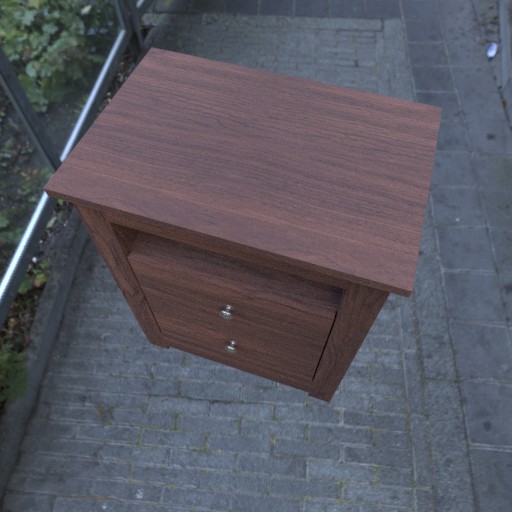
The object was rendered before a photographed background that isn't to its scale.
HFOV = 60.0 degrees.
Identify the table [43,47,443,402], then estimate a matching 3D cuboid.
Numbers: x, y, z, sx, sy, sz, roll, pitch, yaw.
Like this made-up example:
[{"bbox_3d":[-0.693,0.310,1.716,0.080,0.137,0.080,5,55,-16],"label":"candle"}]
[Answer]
[{"bbox_3d":[0.000,0.000,1.064,0.589,0.711,0.406,16,59,10],"label":"table"}]
